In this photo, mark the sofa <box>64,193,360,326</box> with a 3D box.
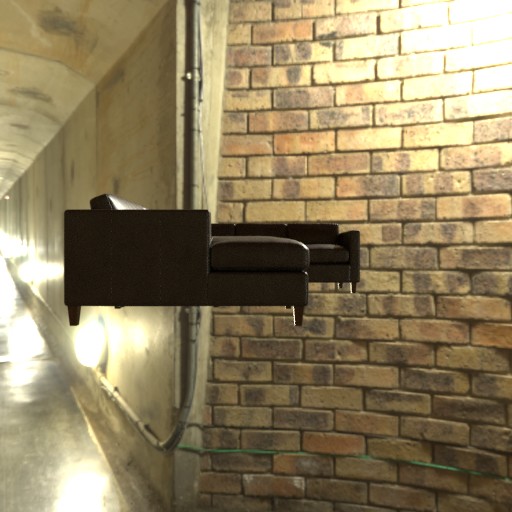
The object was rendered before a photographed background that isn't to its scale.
[{"bbox_3d":[0.000,0.000,4.466,2.452,0.891,3.324,0,0,0],"label":"sofa"}]
